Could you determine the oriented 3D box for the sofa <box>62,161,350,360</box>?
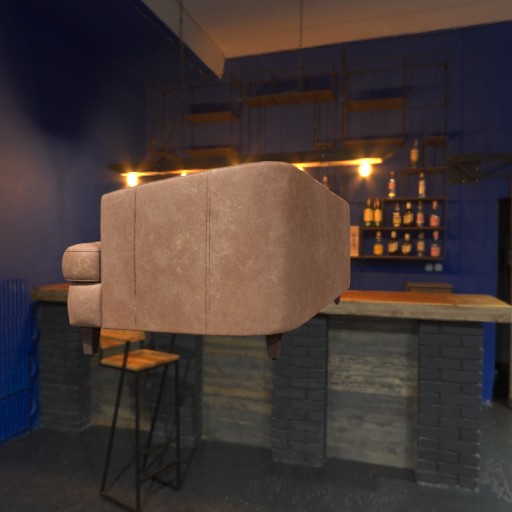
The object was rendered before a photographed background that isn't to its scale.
[{"bbox_3d":[0.000,0.000,2.695,0.922,0.791,2.257,1,2,19],"label":"sofa"}]
